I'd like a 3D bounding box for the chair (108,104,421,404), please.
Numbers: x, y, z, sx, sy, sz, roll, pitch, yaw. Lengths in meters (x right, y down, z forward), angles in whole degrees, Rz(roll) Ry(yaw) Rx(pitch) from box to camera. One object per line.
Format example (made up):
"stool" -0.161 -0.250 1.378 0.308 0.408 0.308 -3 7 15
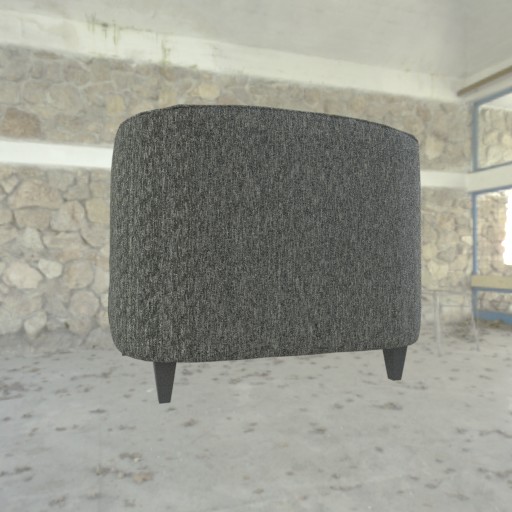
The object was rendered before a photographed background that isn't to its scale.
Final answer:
"chair" 0.000 0.000 1.742 1.104 0.852 0.941 0 -1 -18
